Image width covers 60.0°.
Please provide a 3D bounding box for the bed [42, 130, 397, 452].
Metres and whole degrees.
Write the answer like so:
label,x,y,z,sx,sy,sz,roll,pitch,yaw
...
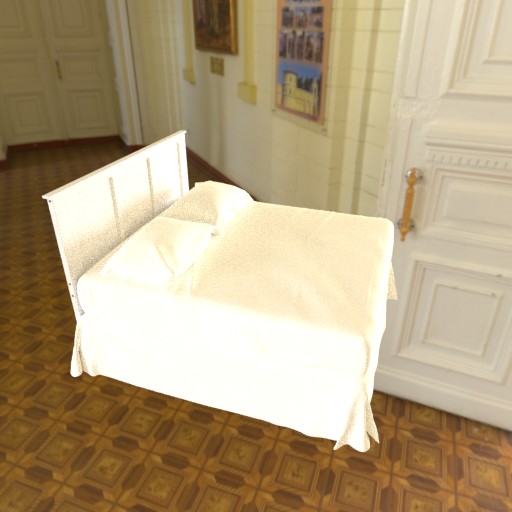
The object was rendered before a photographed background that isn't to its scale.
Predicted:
label,x,y,z,sx,sy,sz,roll,pitch,yaw
bed,0.000,0.000,3.181,2.047,1.269,1.876,10,30,17
